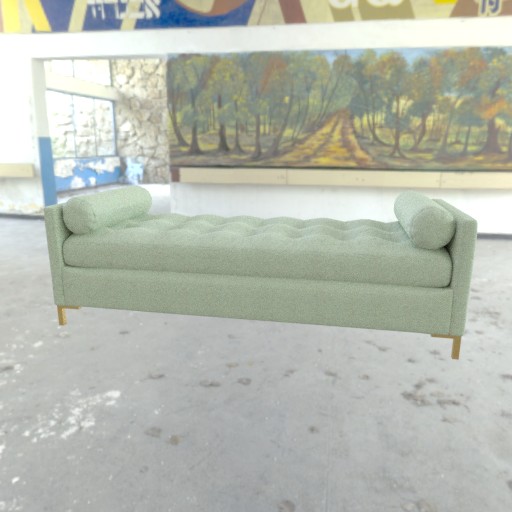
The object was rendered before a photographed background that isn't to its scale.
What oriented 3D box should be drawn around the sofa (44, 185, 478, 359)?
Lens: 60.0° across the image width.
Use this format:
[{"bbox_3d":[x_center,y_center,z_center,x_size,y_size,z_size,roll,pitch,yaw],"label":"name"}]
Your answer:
[{"bbox_3d":[0.000,0.000,2.503,2.102,0.705,0.796,3,15,11],"label":"sofa"}]
